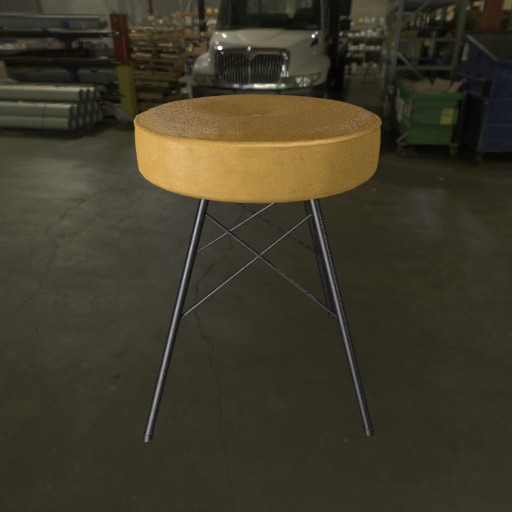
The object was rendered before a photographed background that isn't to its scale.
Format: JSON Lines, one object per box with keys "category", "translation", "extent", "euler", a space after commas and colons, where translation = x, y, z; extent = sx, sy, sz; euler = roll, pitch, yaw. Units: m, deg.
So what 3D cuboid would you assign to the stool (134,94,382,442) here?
{"category": "stool", "translation": [0.000, 0.000, 0.914], "extent": [0.472, 0.595, 0.438], "euler": [0, 27, 0]}
